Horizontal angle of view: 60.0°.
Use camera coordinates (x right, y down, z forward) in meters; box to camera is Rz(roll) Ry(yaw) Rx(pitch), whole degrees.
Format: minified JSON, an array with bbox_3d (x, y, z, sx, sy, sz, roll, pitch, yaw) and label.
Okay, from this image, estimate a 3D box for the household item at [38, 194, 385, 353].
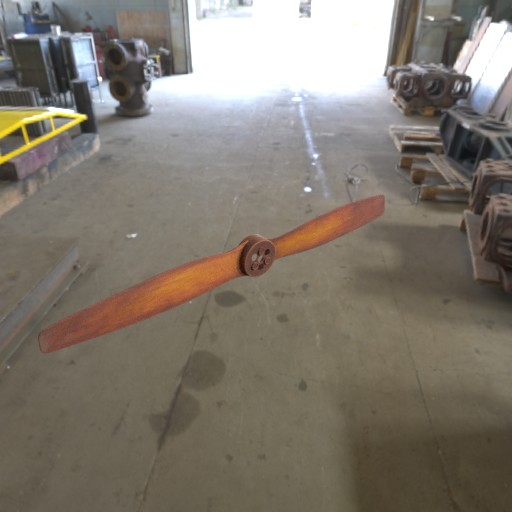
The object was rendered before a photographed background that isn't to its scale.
[{"bbox_3d":[0.000,0.000,1.258,1.181,0.121,0.051,-22,37,-33],"label":"household item"}]
